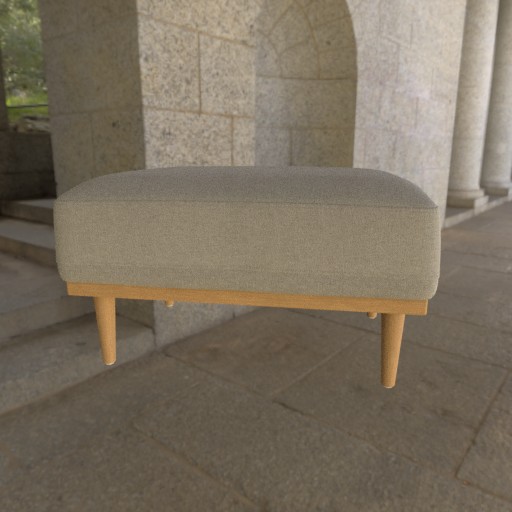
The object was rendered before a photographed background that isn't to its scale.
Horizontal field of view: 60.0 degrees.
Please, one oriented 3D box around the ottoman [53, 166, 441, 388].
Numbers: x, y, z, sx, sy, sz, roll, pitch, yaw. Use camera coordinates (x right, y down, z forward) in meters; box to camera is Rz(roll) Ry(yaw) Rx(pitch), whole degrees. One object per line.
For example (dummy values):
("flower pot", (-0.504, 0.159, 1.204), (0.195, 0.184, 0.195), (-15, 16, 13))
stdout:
("ottoman", (0.000, 0.000, 1.089), (0.749, 0.428, 0.549), (2, 14, 9))
